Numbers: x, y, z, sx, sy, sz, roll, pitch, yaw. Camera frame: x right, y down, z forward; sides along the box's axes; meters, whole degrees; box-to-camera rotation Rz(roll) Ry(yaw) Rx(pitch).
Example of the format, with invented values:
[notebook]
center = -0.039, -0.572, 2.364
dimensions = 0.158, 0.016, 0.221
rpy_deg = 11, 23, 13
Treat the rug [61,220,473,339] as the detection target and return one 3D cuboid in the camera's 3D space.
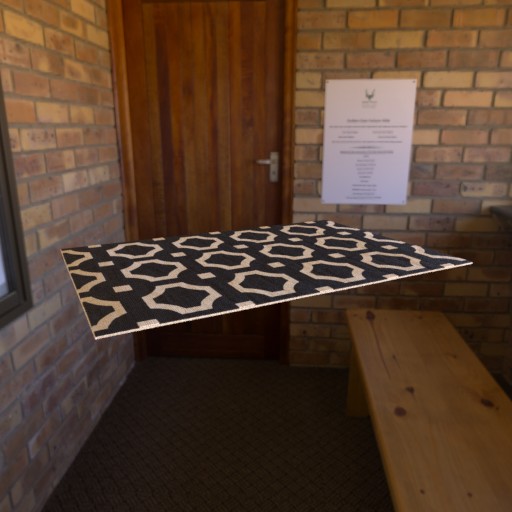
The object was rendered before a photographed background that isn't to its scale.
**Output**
[rug]
center = 0.000, 0.000, 2.958
dimensions = 2.286, 0.016, 1.555
rpy_deg = -8, 18, -27
